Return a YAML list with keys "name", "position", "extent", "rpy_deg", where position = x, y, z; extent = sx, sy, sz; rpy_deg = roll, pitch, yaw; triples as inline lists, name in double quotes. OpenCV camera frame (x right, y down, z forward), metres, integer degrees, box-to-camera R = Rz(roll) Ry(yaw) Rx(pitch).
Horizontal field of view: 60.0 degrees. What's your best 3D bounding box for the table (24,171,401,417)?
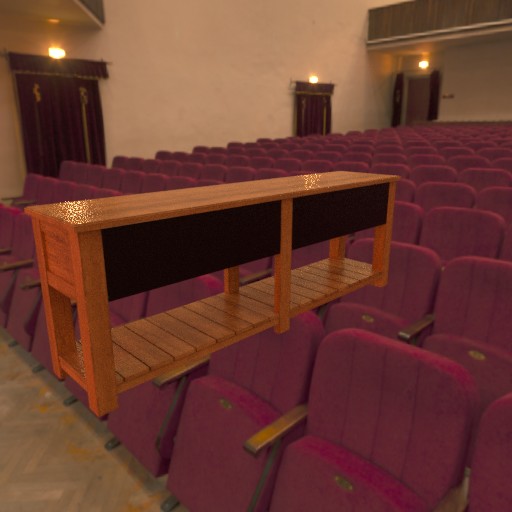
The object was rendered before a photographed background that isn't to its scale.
- name: "table"
  position: [0.000, 0.000, 2.064]
  extent: [1.815, 0.635, 0.425]
  rpy_deg: [-15, 22, -42]
